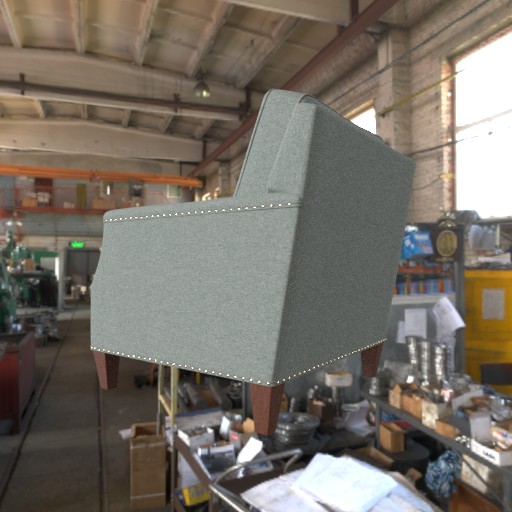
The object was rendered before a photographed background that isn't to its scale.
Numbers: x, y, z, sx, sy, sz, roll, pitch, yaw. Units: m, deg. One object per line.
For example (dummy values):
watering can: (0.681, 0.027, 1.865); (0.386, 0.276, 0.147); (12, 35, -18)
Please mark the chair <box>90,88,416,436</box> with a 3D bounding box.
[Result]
chair: (0.000, 0.000, 1.794); (1.031, 1.031, 0.885); (0, -1, 36)
